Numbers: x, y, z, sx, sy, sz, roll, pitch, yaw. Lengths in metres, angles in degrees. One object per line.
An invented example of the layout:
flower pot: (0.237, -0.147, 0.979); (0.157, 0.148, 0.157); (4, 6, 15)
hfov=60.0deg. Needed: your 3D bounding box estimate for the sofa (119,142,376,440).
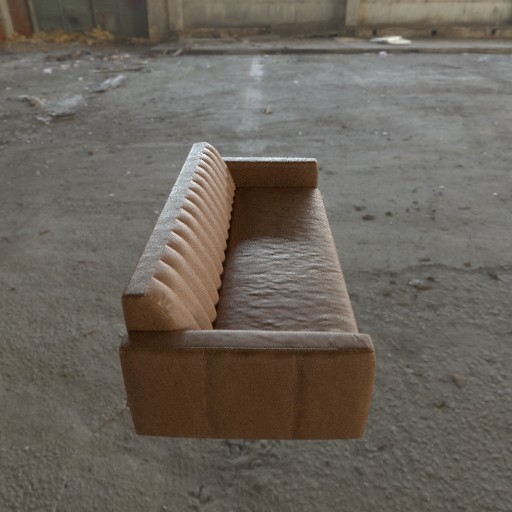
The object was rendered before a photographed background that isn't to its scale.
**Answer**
sofa: (0.000, 0.000, 2.693); (0.990, 0.821, 2.291); (1, 31, 1)
